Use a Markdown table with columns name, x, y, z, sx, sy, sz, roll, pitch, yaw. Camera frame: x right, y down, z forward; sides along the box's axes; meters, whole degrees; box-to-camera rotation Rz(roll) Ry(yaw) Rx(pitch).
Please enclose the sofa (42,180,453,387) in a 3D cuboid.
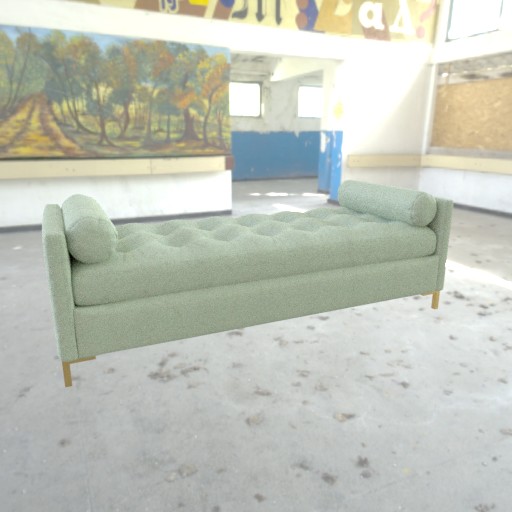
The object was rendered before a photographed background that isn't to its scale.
| name | x | y | z | sx | sy | sz | roll | pitch | yaw |
| --- | --- | --- | --- | --- | --- | --- | --- | --- | --- |
| sofa | 0.000 | 0.000 | 2.467 | 2.102 | 0.705 | 0.796 | -7 | 17 | -23 |
